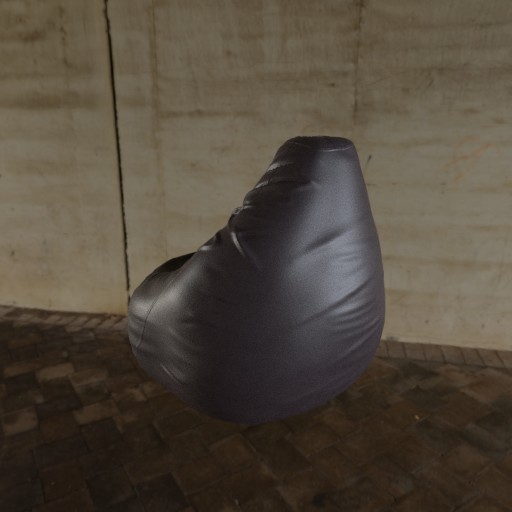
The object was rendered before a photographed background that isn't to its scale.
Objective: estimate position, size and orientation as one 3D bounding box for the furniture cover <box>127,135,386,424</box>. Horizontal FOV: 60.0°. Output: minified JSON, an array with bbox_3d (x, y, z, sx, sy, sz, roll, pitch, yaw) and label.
[{"bbox_3d":[0.000,0.000,1.886,1.070,0.990,1.070,15,21,42],"label":"furniture cover"}]
